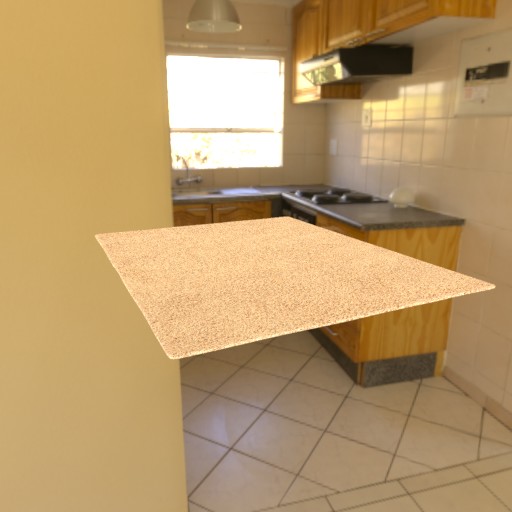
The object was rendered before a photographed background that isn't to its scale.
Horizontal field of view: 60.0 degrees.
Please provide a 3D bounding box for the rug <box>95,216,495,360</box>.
[{"bbox_3d":[0.000,0.000,4.039,2.438,0.029,3.047,-7,17,-25],"label":"rug"}]
